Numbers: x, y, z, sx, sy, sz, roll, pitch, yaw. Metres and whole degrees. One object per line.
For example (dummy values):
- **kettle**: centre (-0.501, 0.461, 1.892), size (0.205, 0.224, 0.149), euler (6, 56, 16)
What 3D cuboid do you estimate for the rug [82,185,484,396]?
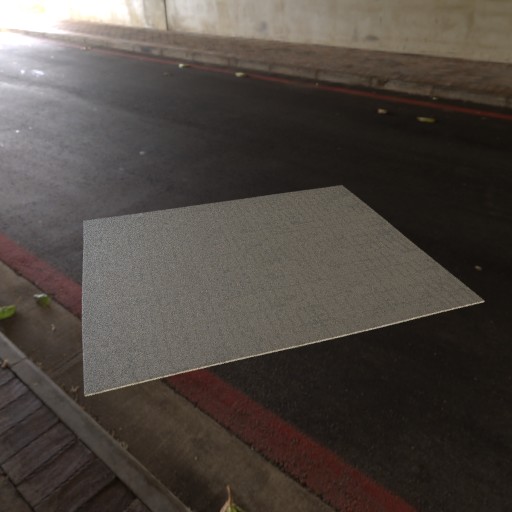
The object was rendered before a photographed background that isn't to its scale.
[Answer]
- **rug**: centre (0.000, 0.000, 4.114), size (3.061, 0.014, 2.447), euler (-10, 34, -15)
